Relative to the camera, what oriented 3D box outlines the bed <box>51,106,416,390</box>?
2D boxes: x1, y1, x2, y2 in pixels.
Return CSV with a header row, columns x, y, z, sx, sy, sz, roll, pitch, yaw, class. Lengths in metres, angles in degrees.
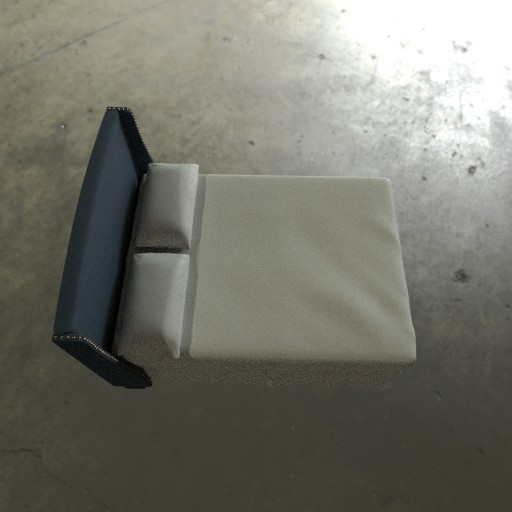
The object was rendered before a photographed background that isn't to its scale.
x,y,z,sx,sy,sz,roll,pitch,yaw,class
0.000,0.000,3.302,2.237,1.407,1.710,1,63,1,bed
